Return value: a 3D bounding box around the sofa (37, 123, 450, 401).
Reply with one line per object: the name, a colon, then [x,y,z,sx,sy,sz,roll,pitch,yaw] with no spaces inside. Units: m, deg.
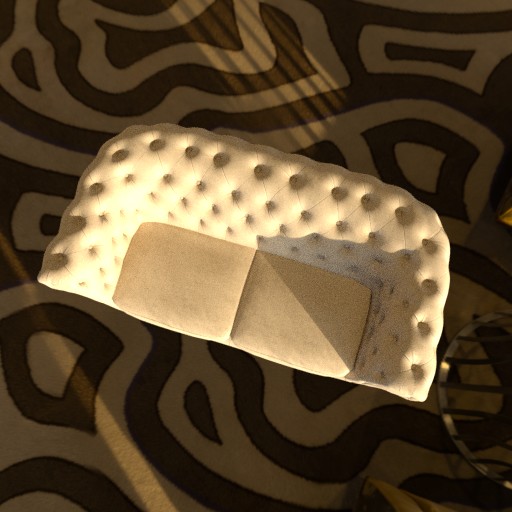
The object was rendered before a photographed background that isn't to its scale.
sofa: [0.000,0.000,2.532,1.988,0.835,1.069,17,77,4]
